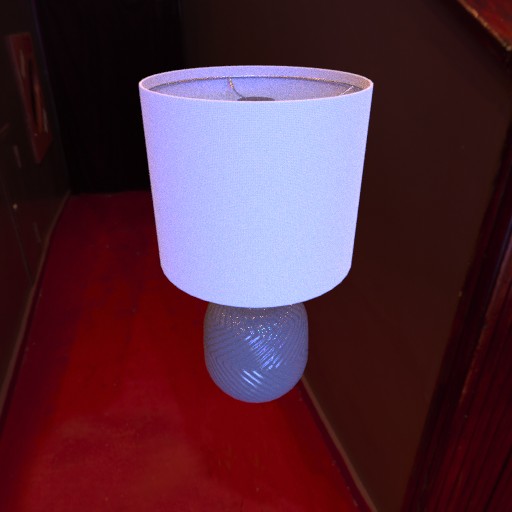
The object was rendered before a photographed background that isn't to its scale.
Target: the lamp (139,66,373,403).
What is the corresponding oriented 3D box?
[{"bbox_3d":[0.000,0.000,0.490,0.207,0.366,0.207,-9,31,-15],"label":"lamp"}]
